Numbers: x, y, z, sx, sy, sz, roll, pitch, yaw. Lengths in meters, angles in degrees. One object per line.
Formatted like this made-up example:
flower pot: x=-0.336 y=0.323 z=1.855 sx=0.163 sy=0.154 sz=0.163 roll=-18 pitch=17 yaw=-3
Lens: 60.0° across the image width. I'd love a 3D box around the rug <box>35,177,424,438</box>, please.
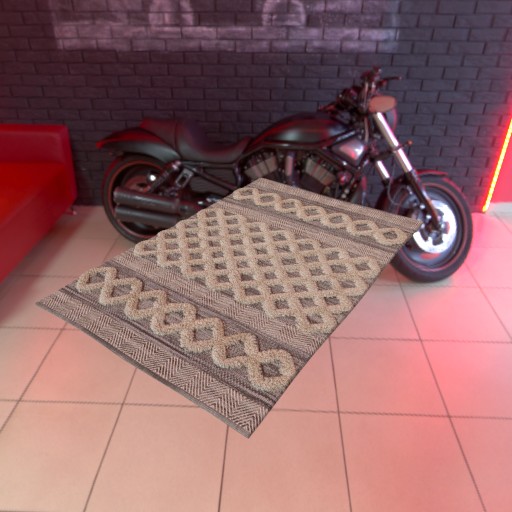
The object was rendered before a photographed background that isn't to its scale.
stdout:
rug: x=0.000 y=0.000 z=2.367 sx=1.222 sy=0.030 sz=1.823 roll=21 pitch=38 yaw=29
